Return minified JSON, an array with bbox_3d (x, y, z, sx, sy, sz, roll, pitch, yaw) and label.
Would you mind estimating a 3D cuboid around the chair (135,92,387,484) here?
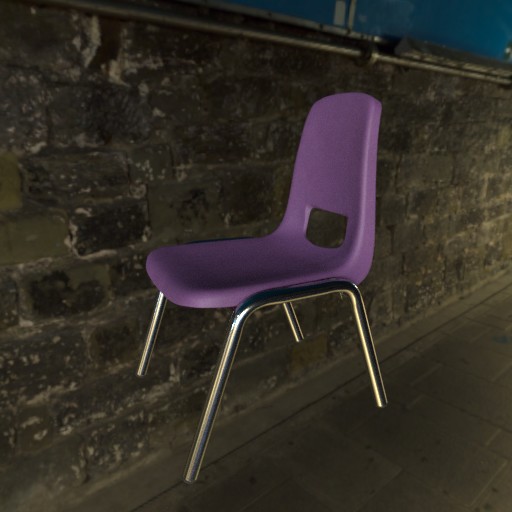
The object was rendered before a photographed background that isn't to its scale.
[{"bbox_3d":[0.000,0.000,0.829,0.419,0.584,0.356,-8,18,-26],"label":"chair"}]
